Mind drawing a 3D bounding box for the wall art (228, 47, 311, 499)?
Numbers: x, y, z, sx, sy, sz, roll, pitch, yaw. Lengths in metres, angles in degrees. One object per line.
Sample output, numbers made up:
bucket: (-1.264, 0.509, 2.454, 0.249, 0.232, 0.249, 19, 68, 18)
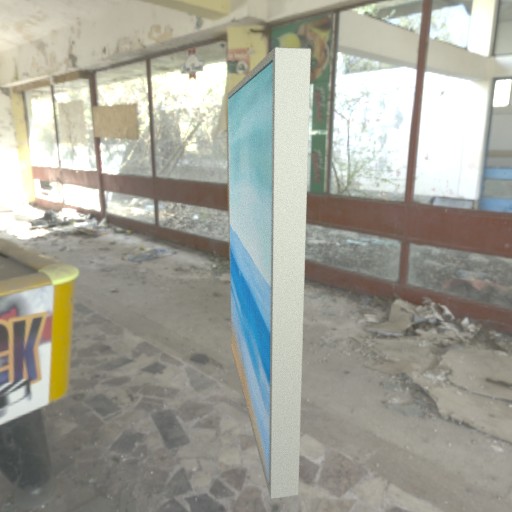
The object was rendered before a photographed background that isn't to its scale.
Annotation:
wall art: (0.000, 0.000, 0.735, 0.039, 0.553, 0.445, -2, 14, -9)
